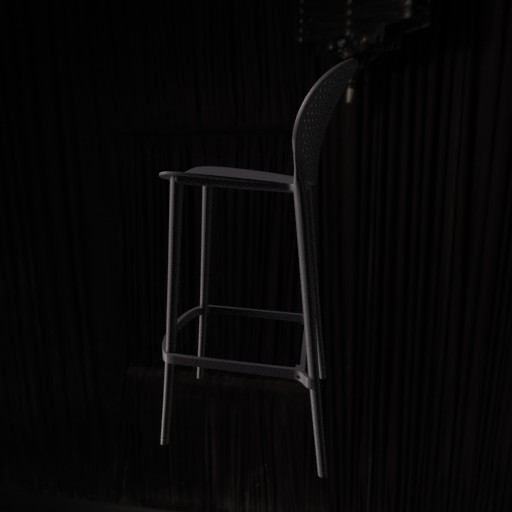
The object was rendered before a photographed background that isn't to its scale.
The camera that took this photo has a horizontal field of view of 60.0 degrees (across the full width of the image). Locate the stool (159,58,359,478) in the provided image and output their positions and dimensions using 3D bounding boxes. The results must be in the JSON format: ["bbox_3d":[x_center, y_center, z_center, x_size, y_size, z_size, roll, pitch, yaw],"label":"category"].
[{"bbox_3d":[0.000,0.000,1.315,0.535,1.045,0.536,2,14,8],"label":"stool"}]
